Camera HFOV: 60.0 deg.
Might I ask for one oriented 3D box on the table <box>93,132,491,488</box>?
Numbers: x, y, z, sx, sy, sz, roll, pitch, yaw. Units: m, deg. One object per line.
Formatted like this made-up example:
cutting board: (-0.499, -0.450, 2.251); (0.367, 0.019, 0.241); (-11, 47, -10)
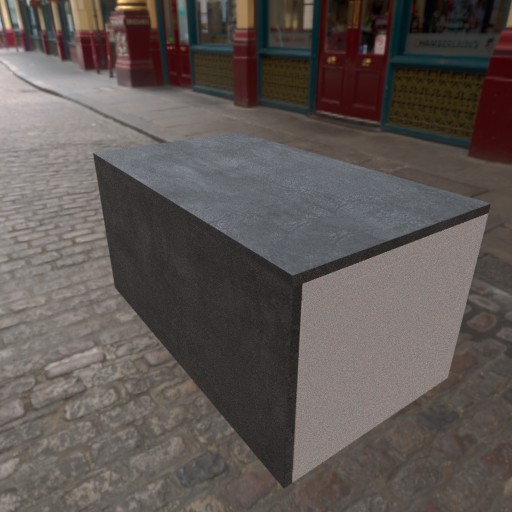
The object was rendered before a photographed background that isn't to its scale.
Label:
table: (0.000, 0.000, 0.919); (0.400, 0.350, 0.700); (-17, 31, -31)
